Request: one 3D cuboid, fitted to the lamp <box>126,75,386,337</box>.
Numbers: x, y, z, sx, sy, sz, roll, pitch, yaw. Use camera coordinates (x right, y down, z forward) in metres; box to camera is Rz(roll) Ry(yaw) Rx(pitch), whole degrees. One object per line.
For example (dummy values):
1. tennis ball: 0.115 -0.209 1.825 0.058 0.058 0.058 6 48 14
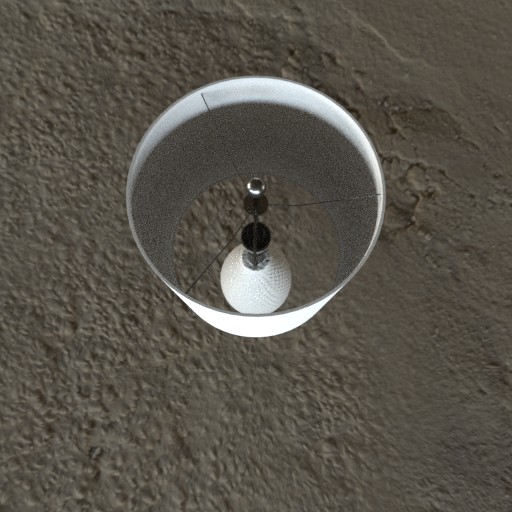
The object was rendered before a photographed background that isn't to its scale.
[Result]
1. lamp: 0.000 0.000 0.585 0.214 0.466 0.214 2 75 1
